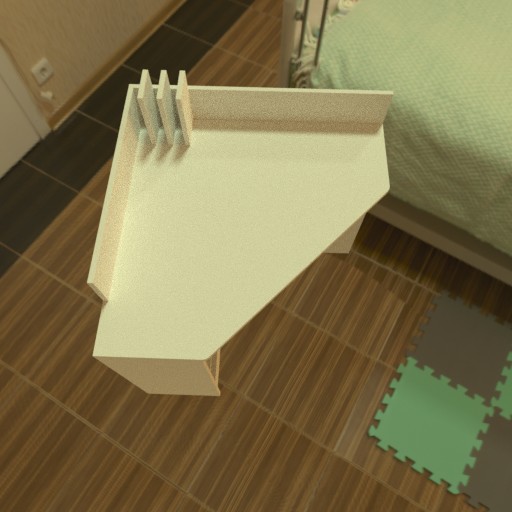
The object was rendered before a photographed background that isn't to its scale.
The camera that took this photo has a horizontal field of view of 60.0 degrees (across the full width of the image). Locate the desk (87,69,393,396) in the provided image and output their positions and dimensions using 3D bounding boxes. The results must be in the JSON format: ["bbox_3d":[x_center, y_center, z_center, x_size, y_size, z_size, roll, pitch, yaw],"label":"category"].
[{"bbox_3d":[0.000,0.000,1.748,0.940,0.986,0.940,2,65,1],"label":"desk"}]
